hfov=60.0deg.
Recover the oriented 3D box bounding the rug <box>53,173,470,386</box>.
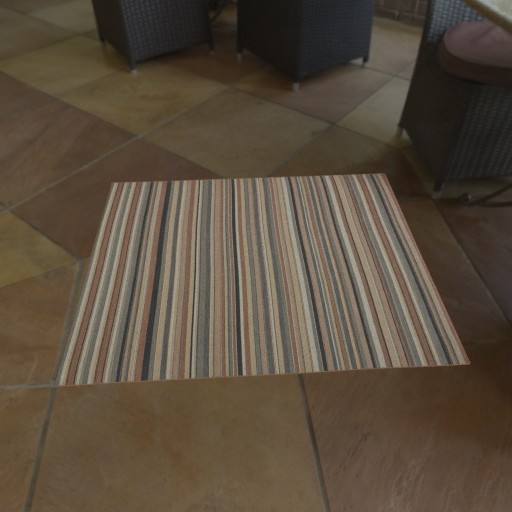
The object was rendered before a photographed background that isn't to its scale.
[{"bbox_3d":[0.000,0.000,4.074,3.045,0.011,2.436,-2,46,-2],"label":"rug"}]
